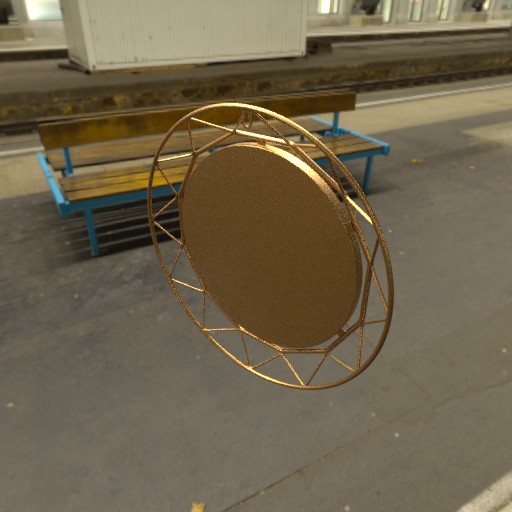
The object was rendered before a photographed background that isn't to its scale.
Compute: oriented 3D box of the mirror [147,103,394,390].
[{"bbox_3d":[0.000,0.000,0.679,0.454,0.454,0.043,22,37,32],"label":"mirror"}]
